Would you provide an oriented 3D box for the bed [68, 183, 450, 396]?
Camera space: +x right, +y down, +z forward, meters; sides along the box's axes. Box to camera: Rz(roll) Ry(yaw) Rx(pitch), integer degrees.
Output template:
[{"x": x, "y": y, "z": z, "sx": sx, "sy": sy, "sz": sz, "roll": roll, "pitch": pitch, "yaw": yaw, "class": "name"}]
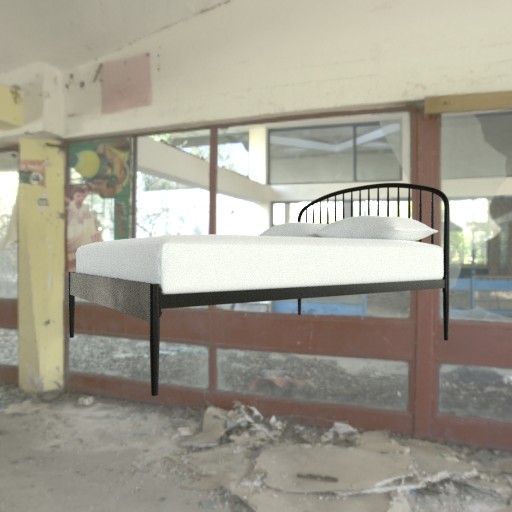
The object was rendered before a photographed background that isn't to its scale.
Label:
[{"x": 0.000, "y": 0.000, "z": 3.118, "sx": 2.159, "sy": 1.166, "sz": 1.618, "roll": 0, "pitch": 0, "yaw": -34, "class": "bed"}]
